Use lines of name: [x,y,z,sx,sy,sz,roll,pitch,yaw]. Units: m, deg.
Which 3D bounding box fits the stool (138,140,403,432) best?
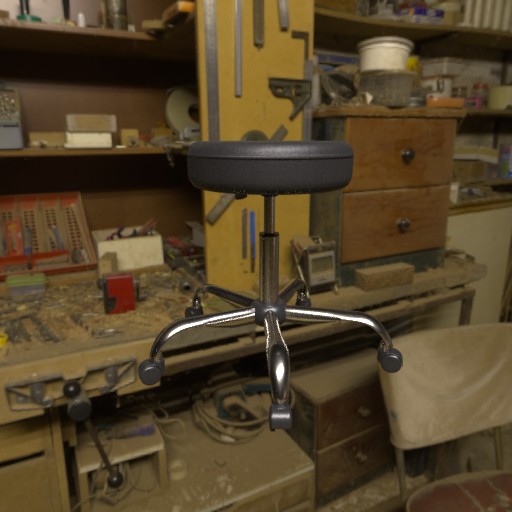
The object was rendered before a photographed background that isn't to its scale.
stool: [0.000,0.000,1.147,0.638,0.576,0.673,-7,17,-25]
